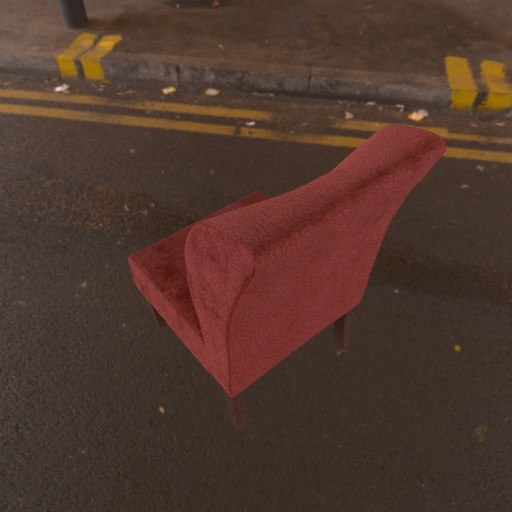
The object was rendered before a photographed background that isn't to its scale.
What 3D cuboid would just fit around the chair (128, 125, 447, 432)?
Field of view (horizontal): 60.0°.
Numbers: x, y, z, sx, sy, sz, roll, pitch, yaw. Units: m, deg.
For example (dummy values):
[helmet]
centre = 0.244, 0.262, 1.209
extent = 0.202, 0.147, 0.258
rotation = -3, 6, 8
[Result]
[chair]
centre = 0.000, 0.000, 1.256
extent = 0.538, 0.846, 0.640
rotation = -30, 53, -26
